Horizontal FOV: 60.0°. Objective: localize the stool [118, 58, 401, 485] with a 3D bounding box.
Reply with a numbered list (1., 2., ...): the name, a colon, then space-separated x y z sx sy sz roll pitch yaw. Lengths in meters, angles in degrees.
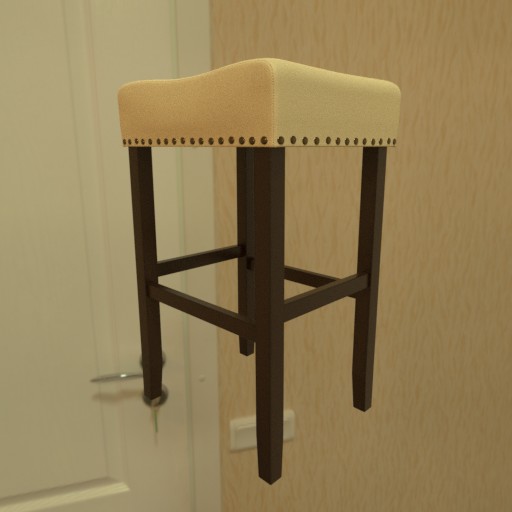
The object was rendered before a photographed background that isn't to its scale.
1. stool: 0.000 0.000 1.029 0.471 0.762 0.401 13 19 43
